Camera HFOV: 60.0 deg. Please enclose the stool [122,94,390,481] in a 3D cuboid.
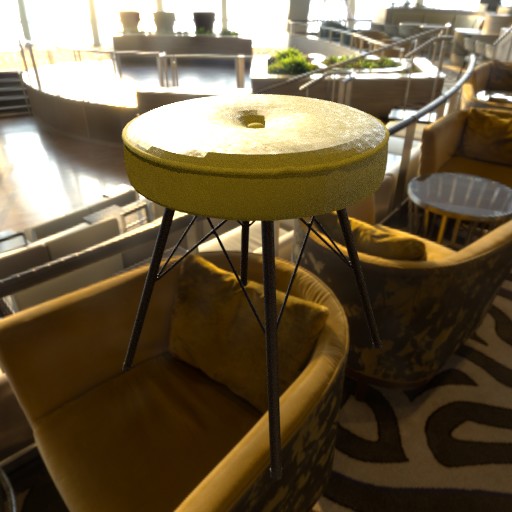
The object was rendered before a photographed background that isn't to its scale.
[{"bbox_3d":[0.000,0.000,0.816,0.409,0.508,0.409,22,38,32],"label":"stool"}]
